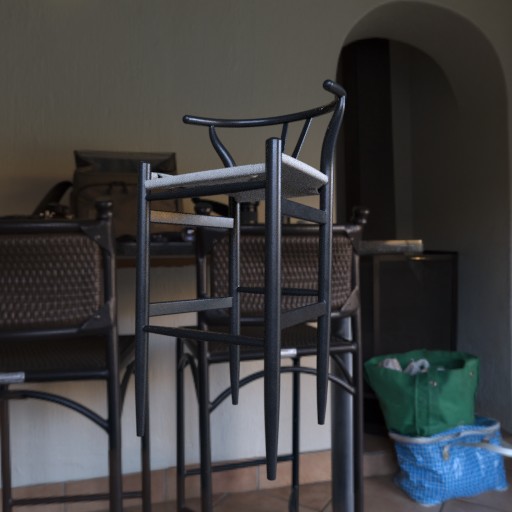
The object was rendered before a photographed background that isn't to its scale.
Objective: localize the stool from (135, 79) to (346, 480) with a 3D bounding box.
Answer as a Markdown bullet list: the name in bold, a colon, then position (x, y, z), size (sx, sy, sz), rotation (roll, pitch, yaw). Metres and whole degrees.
- **stool**: position (0.000, 0.000, 1.422), size (0.569, 1.072, 0.579), rotation (0, -1, 34)
